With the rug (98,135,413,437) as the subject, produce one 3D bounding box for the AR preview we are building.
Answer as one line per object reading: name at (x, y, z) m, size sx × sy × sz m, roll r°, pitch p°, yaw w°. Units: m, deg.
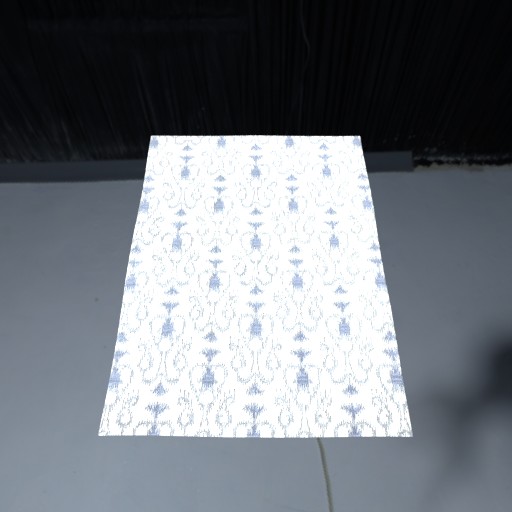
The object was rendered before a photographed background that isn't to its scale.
rug at (0.000, 0.000, 2.944) m, size 1.676 × 0.013 × 2.261 m, roll 0°, pitch 58°, yaw 0°
